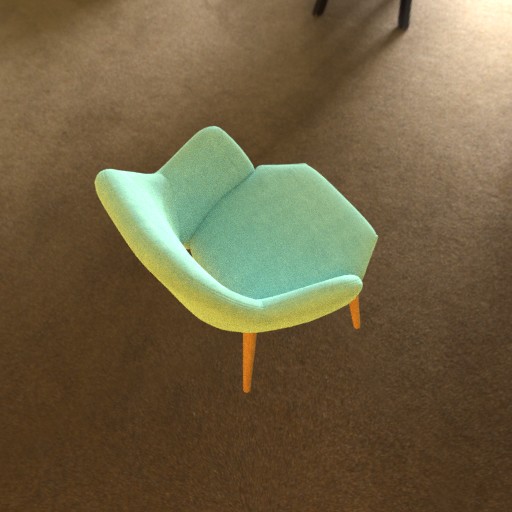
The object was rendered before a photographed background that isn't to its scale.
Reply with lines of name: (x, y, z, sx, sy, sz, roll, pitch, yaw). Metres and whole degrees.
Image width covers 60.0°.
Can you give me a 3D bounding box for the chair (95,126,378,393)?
chair: (0.000, 0.000, 1.217, 0.610, 0.840, 0.590, -30, 63, -17)
